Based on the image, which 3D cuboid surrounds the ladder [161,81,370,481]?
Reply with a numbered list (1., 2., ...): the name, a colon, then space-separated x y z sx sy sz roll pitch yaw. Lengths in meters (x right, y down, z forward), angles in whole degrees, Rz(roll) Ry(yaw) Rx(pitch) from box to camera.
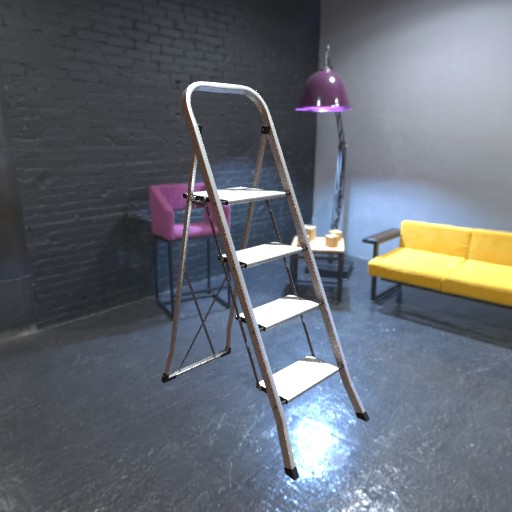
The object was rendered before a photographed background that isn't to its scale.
1. ladder: 0.000 0.000 1.733 0.465 1.290 0.830 -15 21 -43
